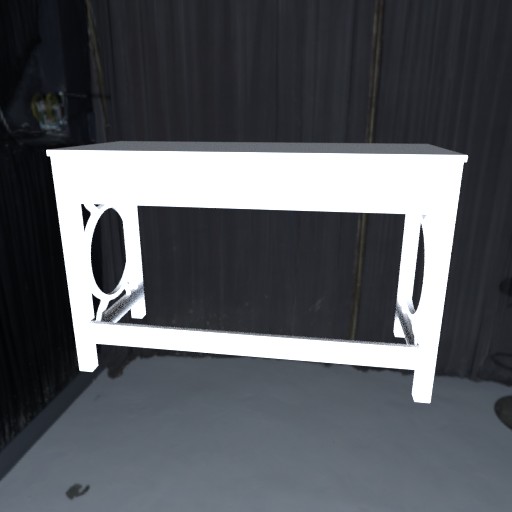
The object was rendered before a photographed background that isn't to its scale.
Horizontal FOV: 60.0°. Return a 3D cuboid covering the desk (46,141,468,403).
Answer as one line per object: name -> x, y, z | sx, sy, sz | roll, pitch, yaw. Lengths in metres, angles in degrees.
desk -> 0.000, 0.000, 1.587 | 1.191, 0.762, 0.504 | 3, 18, 9
